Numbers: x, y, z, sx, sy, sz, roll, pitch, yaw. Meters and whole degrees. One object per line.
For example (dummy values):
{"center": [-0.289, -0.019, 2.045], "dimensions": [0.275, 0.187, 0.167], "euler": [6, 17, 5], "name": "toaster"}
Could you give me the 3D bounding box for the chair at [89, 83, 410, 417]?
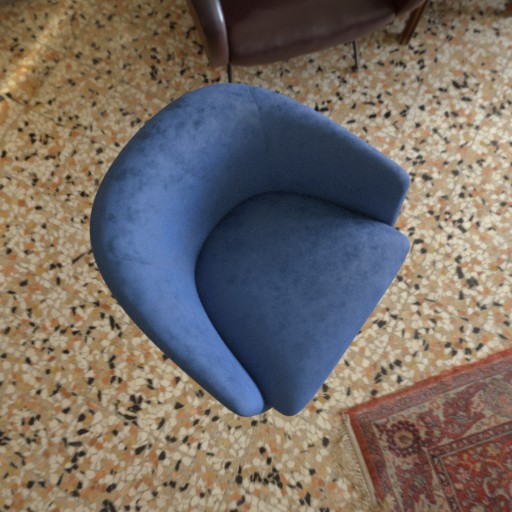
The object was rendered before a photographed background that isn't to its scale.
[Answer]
{"center": [0.000, 0.000, 1.366], "dimensions": [0.767, 0.698, 0.773], "euler": [36, 78, 9], "name": "chair"}
